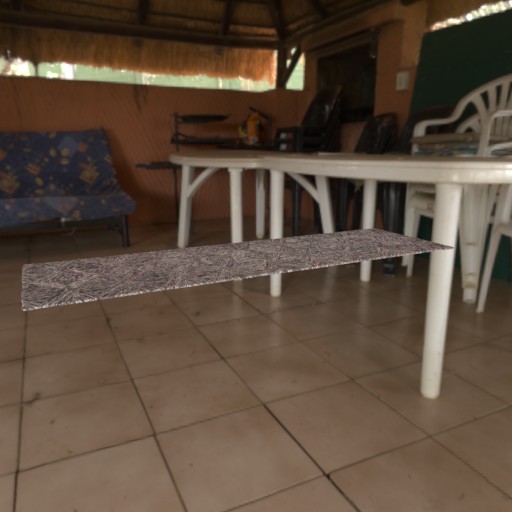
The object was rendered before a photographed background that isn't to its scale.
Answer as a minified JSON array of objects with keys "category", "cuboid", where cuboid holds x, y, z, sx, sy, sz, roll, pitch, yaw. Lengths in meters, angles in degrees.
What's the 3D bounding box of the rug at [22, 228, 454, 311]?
[{"category":"rug","cuboid":[0.000,0.000,2.452,2.305,0.013,0.719,-7,16,-26]}]
